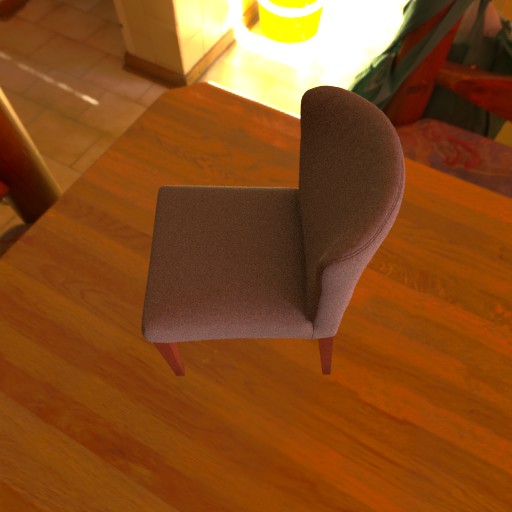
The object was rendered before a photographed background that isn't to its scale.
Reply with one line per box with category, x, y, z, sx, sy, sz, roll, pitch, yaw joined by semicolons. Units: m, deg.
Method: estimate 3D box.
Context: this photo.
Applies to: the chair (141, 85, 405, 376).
chair;0.000;0.000;1.238;0.592;0.839;0.491;-1;59;-1
